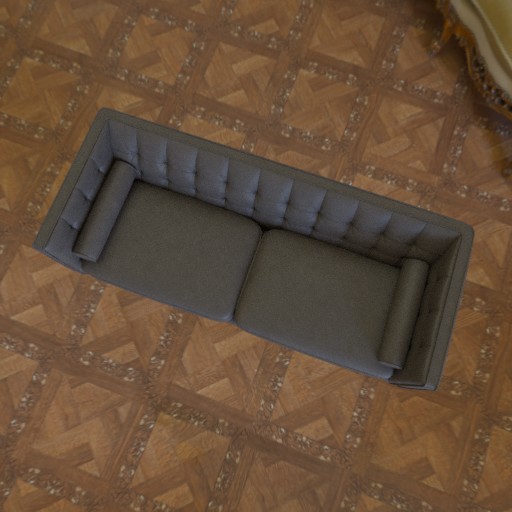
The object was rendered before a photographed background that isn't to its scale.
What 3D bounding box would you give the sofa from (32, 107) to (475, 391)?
[{"bbox_3d":[0.000,0.000,2.560,2.087,0.789,0.867,19,76,5],"label":"sofa"}]
